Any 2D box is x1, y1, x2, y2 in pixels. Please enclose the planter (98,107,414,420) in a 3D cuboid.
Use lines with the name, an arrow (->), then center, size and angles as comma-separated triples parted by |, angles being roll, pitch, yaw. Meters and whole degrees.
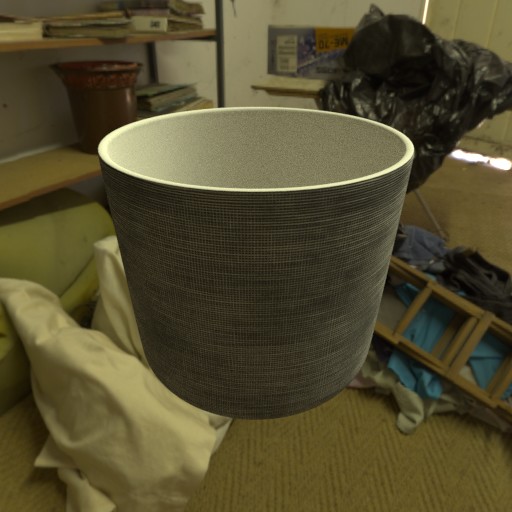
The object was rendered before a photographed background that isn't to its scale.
planter -> 0.000, 0.000, 0.741 | 0.440, 0.398, 0.440 | 0, 29, 0
